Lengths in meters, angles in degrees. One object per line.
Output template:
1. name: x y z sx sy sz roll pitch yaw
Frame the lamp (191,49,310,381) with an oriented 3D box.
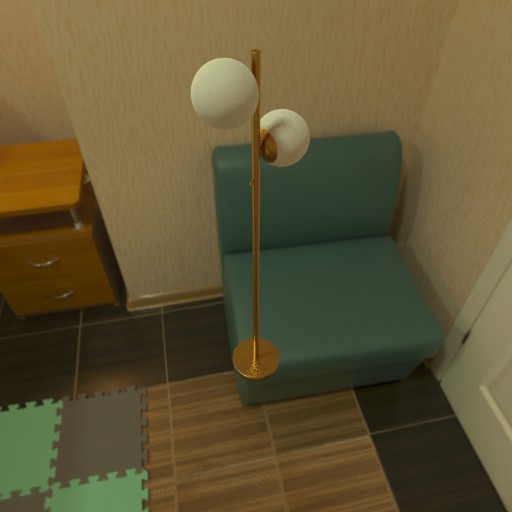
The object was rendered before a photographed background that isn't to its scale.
1. lamp: 0.000 0.000 1.814 0.419 1.641 0.249 -32 54 -27
